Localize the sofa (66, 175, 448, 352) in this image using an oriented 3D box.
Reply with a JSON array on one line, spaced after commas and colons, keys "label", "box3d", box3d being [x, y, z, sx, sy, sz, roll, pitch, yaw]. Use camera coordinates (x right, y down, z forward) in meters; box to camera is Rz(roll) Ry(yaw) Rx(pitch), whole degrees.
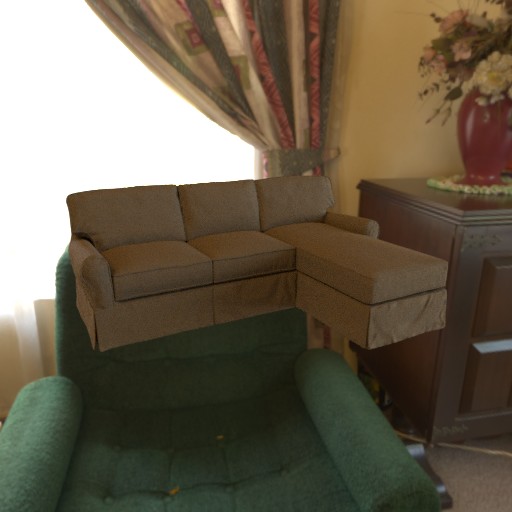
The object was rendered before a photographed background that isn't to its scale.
[{"label": "sofa", "box3d": [0.000, 0.000, 3.325, 2.475, 0.978, 1.733, -9, 19, -27]}]
